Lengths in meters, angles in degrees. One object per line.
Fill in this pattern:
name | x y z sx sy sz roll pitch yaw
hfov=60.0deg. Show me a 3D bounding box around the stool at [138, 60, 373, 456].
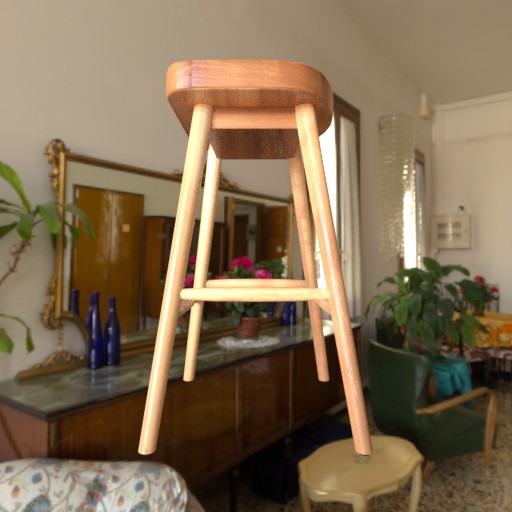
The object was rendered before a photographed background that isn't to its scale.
stool | 0.000 0.000 0.894 0.361 0.615 0.440 0 -1 0
